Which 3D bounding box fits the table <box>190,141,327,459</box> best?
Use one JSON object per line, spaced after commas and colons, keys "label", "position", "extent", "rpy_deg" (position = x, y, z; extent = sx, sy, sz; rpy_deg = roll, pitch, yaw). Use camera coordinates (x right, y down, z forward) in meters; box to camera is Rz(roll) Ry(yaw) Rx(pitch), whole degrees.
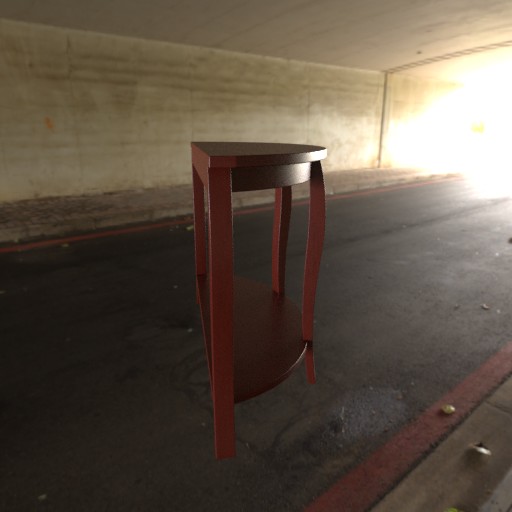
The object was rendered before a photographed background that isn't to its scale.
{"label": "table", "position": [0.000, 0.000, 1.612], "extent": [0.405, 0.779, 1.219], "rpy_deg": [-3, 16, -9]}
